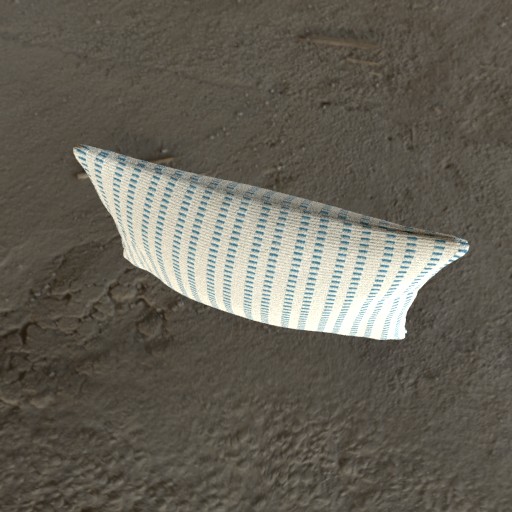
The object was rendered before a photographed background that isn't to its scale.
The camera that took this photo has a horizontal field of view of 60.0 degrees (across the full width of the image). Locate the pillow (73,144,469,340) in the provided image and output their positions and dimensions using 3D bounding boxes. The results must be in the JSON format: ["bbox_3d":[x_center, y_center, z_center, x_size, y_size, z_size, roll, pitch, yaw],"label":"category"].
[{"bbox_3d":[0.000,0.000,0.815,0.640,0.353,0.210,15,60,9],"label":"pillow"}]
